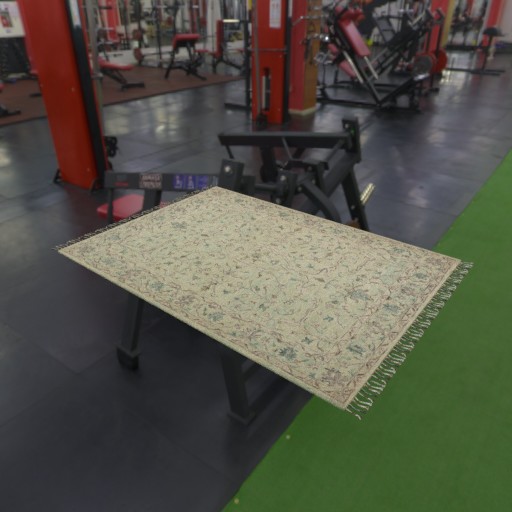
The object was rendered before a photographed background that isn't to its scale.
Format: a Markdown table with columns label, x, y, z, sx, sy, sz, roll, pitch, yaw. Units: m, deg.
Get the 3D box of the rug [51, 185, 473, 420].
| label | x | y | z | sx | sy | sz | roll | pitch | yaw |
| --- | --- | --- | --- | --- | --- | --- | --- | --- | --- |
| rug | 0.000 | 0.000 | 2.280 | 1.802 | 0.008 | 1.247 | 21 | 36 | 33 |
